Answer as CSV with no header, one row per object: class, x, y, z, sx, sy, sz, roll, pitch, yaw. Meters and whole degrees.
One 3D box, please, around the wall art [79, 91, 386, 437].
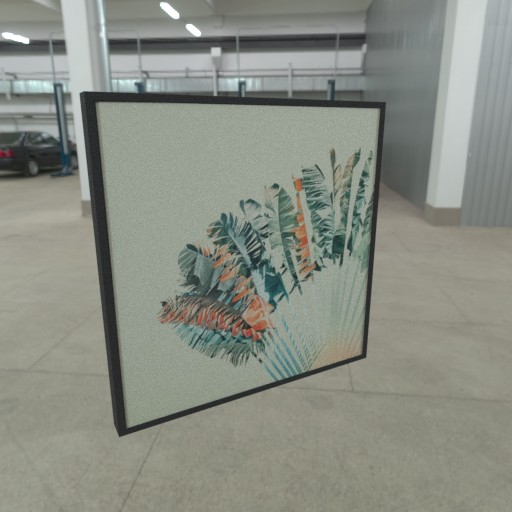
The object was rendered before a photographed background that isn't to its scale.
wall art,0.000,0.000,0.755,0.509,0.507,0.037,-9,18,-28
